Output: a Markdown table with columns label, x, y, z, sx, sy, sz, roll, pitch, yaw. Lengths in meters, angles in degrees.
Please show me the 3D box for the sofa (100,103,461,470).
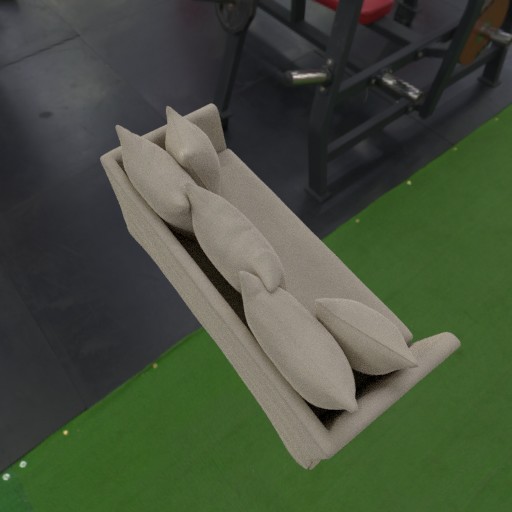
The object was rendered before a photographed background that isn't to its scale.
| label | x | y | z | sx | sy | sz | roll | pitch | yaw |
| --- | --- | --- | --- | --- | --- | --- | --- | --- | --- |
| sofa | 0.000 | 0.000 | 3.004 | 1.046 | 1.047 | 2.499 | -32 | 63 | -19 |
